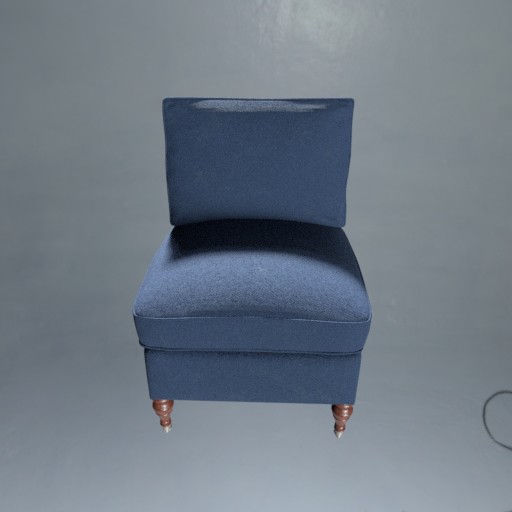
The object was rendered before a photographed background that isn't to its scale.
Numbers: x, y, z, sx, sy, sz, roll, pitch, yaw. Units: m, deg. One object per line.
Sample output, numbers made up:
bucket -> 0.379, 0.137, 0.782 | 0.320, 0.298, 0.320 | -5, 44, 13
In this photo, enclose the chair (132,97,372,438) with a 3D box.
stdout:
chair -> 0.000, 0.000, 1.658 | 0.724, 1.052, 0.912 | 1, 30, 2
